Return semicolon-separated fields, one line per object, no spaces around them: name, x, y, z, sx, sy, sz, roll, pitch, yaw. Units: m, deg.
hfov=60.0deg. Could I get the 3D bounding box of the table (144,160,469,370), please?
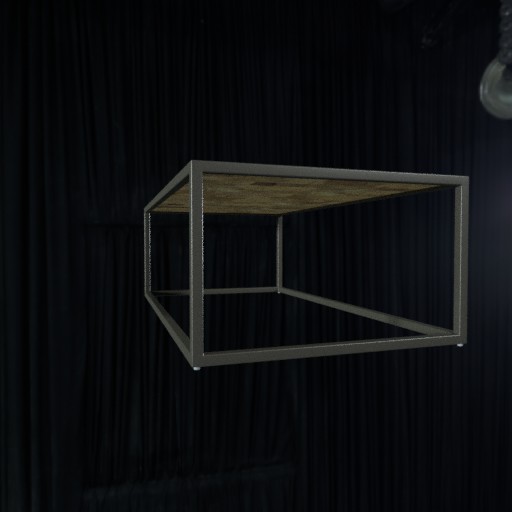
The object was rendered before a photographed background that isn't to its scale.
table;0.000;0.000;1.502;0.649;0.398;1.199;-1;2;-18
